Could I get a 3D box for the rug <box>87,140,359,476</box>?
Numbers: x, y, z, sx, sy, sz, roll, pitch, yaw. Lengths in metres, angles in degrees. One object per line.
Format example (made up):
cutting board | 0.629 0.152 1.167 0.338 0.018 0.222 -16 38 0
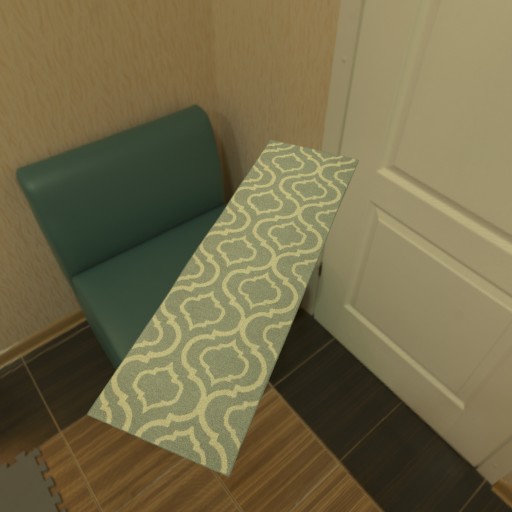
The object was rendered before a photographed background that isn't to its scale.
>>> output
rug | 0.000 0.000 2.553 0.684 0.009 2.275 17 50 14
